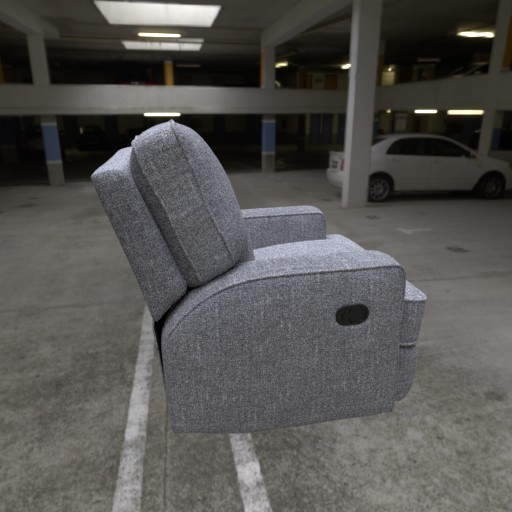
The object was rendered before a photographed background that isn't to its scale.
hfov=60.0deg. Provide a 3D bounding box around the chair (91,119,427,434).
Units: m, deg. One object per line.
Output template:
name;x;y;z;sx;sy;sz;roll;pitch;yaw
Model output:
chair;0.000;0.000;1.619;0.964;0.962;0.861;-3;19;-10
